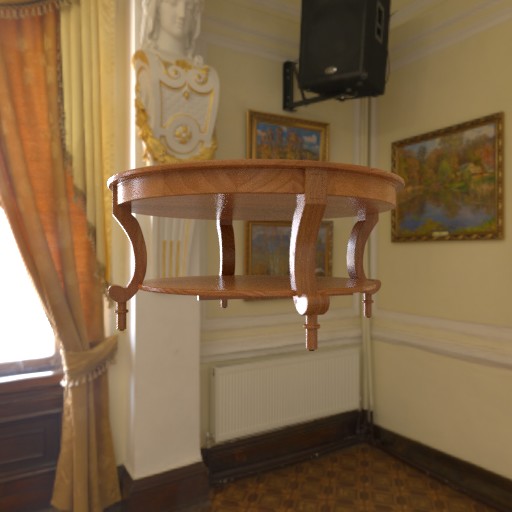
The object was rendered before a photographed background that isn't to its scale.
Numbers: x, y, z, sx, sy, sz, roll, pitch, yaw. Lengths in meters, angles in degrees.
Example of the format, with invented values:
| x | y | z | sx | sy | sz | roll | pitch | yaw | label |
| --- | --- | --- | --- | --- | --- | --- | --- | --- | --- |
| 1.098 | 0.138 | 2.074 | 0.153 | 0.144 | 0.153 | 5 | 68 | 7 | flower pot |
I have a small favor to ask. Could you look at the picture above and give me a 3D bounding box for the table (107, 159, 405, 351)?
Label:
| x | y | z | sx | sy | sz | roll | pitch | yaw | label |
| --- | --- | --- | --- | --- | --- | --- | --- | --- | --- |
| 0.000 | 0.000 | 1.612 | 1.029 | 0.490 | 1.029 | 0 | 0 | 0 | table |
